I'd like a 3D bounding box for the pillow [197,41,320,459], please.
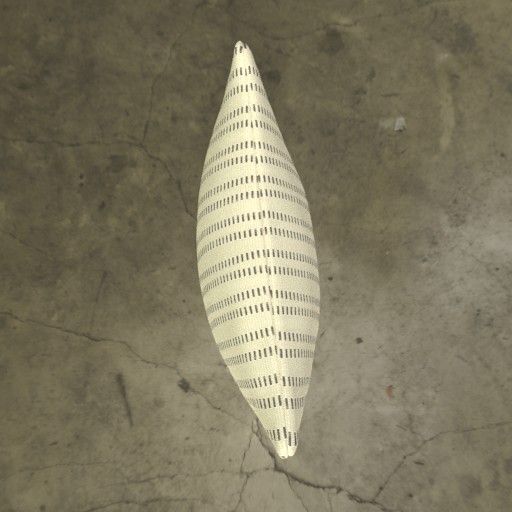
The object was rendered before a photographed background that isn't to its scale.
[{"bbox_3d":[0.000,0.000,0.801,0.210,0.353,0.640,-6,75,-2],"label":"pillow"}]
